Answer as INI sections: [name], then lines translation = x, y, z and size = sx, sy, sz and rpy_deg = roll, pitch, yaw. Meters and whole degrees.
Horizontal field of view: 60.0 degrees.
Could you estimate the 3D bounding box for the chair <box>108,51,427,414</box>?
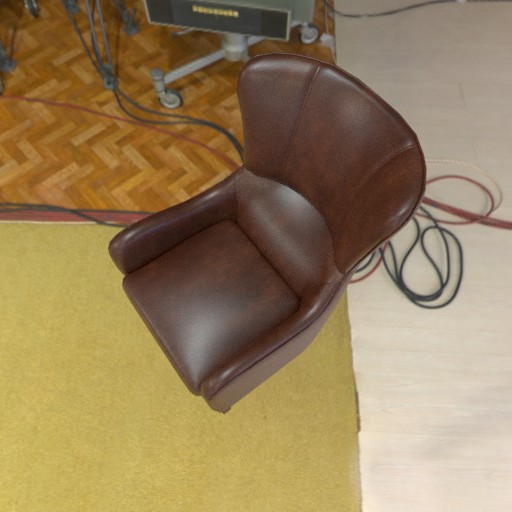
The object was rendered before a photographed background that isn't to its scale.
[chair]
translation = 0.000, 0.000, 1.612
size = 0.914, 1.048, 0.692
rpy_deg = -34, 68, -15
